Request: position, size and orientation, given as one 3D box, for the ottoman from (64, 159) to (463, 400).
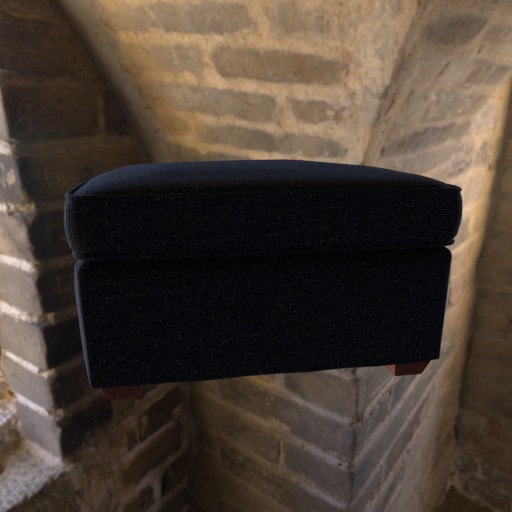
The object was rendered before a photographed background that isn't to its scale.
[{"bbox_3d":[0.000,0.000,1.070,0.749,0.450,0.549,-2,15,-9],"label":"ottoman"}]
